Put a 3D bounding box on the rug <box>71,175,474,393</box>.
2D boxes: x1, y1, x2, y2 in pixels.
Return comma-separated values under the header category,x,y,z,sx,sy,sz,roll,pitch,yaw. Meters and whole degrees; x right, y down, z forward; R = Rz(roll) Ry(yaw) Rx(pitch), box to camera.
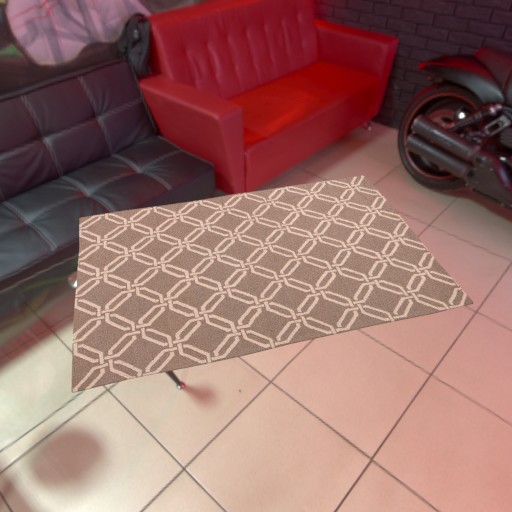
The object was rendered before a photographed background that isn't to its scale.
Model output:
category,x,y,z,sx,sy,sz,roll,pitch,yaw
rug,0.000,0.000,2.236,1.748,0.010,1.142,-10,43,-11
